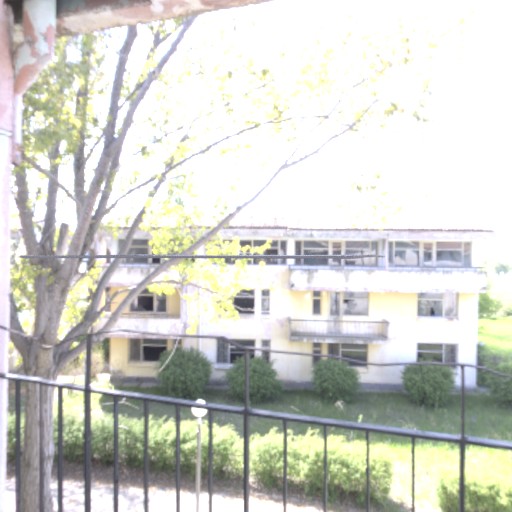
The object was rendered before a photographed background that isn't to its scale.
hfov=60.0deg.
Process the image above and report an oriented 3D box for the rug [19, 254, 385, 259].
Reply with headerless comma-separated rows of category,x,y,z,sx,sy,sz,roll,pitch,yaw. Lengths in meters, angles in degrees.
rug,0.000,0.000,2.215,1.159,0.021,1.789,0,0,19
